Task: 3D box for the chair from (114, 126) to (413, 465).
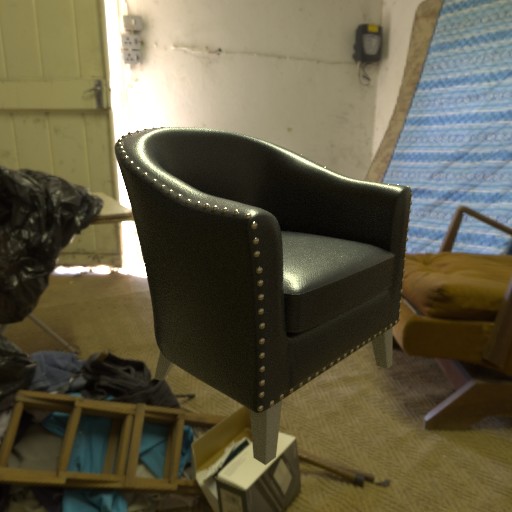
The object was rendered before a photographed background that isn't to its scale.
[{"bbox_3d":[0.000,0.000,1.449,0.748,0.823,0.794,13,19,41],"label":"chair"}]
